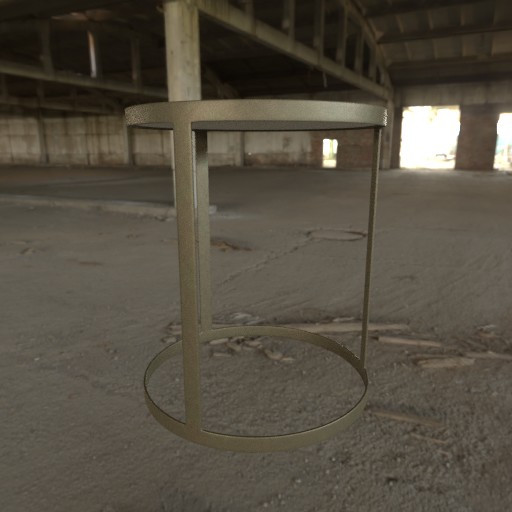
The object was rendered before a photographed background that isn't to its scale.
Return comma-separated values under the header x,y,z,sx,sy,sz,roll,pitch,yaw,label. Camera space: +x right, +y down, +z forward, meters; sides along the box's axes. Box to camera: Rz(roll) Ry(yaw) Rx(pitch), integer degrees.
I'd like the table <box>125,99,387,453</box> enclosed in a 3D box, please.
x,y,z,sx,sy,sz,roll,pitch,yaw,label
0.000,0.000,0.912,0.480,0.565,0.480,0,14,0,table
